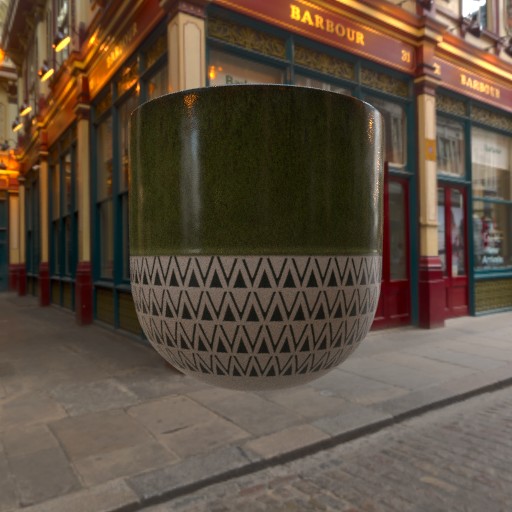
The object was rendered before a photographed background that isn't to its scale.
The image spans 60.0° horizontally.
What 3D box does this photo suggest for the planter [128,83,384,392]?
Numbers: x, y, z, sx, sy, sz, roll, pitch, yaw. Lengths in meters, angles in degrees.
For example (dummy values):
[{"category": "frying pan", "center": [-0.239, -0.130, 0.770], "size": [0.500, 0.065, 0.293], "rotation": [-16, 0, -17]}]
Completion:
[{"category": "planter", "center": [0.000, 0.000, 0.478], "size": [0.266, 0.270, 0.266], "rotation": [0, 0, 0]}]
